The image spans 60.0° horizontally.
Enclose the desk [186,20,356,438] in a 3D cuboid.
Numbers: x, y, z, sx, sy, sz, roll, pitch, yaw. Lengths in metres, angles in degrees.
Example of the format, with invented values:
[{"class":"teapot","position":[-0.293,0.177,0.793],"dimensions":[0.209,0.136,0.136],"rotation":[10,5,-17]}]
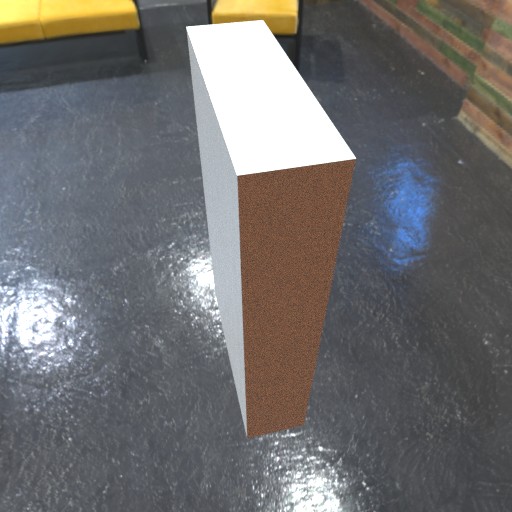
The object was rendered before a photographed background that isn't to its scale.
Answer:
[{"class":"desk","position":[0.000,0.000,1.559],"dimensions":[0.250,1.280,0.750],"rotation":[-10,48,-9]}]
